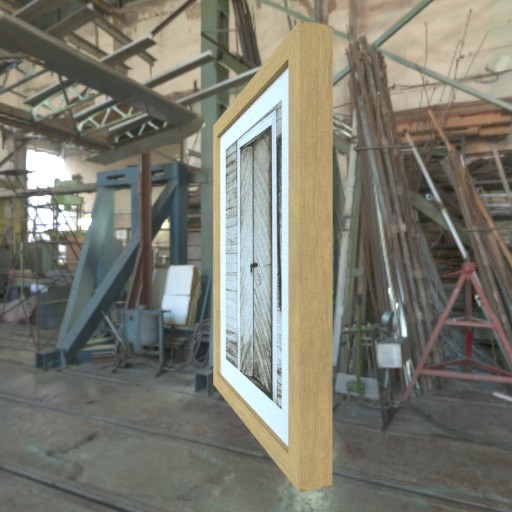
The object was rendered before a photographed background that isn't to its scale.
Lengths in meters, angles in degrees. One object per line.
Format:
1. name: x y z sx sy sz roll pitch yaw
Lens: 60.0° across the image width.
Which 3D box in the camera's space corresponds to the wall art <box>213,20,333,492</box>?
1. wall art: 0.000 0.000 0.509 0.030 0.380 0.312 0 0 -18
